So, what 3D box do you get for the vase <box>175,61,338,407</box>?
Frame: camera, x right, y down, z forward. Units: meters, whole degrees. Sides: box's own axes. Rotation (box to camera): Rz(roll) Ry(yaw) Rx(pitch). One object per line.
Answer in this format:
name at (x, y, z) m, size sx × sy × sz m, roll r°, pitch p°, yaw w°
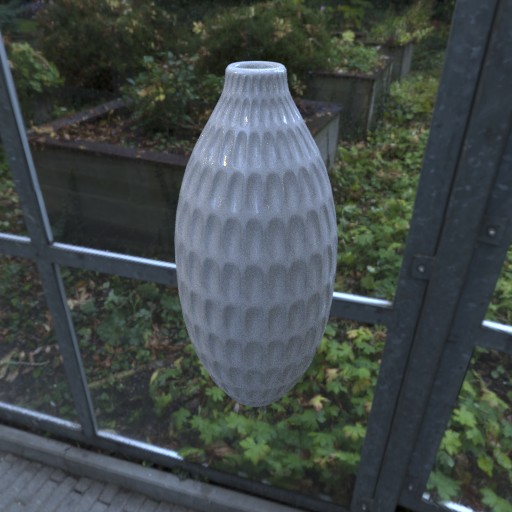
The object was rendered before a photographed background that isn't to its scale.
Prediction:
vase at (0.000, 0.000, 0.353) m, size 0.127 × 0.282 × 0.127 m, roll 0°, pitch 31°, yaw 0°
